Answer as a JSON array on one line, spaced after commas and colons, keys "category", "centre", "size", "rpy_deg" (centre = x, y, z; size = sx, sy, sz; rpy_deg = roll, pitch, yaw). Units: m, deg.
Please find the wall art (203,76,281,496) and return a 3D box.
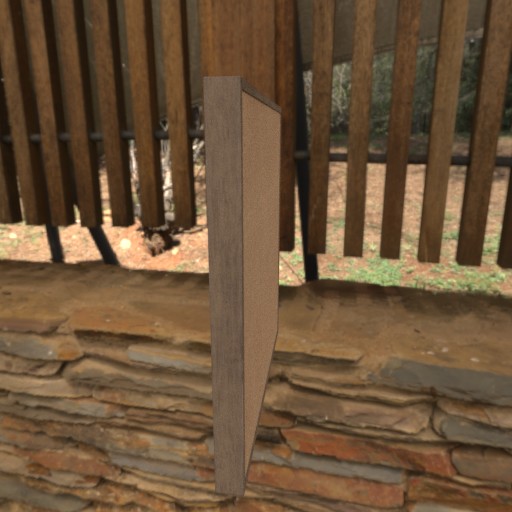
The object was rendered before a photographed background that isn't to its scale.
[{"category": "wall art", "centre": [0.000, 0.000, 0.754], "size": [0.038, 0.508, 0.508], "rpy_deg": [2, 15, 8]}]
